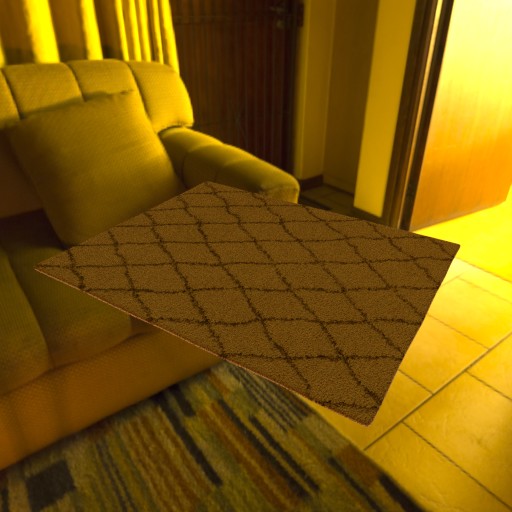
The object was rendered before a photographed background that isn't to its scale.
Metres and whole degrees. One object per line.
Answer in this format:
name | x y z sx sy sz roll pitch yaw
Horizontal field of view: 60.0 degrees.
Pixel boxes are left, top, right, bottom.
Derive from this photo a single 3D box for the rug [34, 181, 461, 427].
rug | 0.000 0.000 4.013 3.047 0.029 2.438 18 35 28
